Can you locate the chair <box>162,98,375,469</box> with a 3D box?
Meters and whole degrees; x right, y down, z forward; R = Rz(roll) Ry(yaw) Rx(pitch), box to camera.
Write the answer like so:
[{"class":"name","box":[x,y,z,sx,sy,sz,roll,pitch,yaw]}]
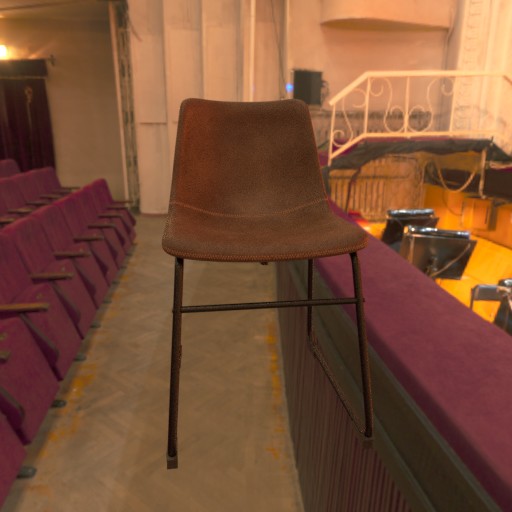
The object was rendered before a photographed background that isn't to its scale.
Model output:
[{"class":"chair","box":[0.000,0.000,1.117,0.460,0.780,0.551,-2,16,-8]}]
